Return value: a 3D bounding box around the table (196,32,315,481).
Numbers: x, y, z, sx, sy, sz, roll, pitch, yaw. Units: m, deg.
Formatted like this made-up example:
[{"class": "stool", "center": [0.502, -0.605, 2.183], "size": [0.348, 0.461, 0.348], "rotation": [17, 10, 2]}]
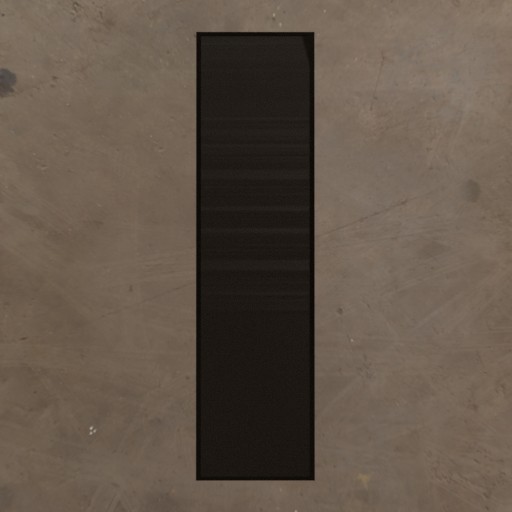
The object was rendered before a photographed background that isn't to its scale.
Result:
[{"class": "table", "center": [0.000, 0.000, 1.666], "size": [0.399, 0.395, 1.486], "rotation": [0, 90, 0]}]
